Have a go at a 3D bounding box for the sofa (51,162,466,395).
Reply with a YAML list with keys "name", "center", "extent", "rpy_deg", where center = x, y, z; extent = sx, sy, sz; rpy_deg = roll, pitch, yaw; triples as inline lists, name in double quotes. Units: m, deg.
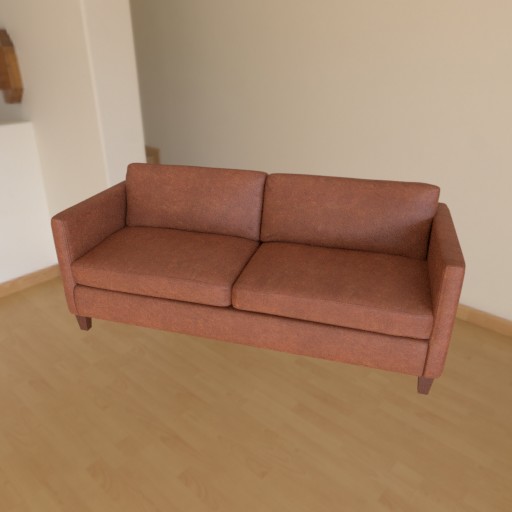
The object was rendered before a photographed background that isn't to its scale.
- name: "sofa"
  center: [0.000, 0.000, 2.733]
  extent: [2.204, 0.932, 0.950]
  rpy_deg: [7, 26, 15]
